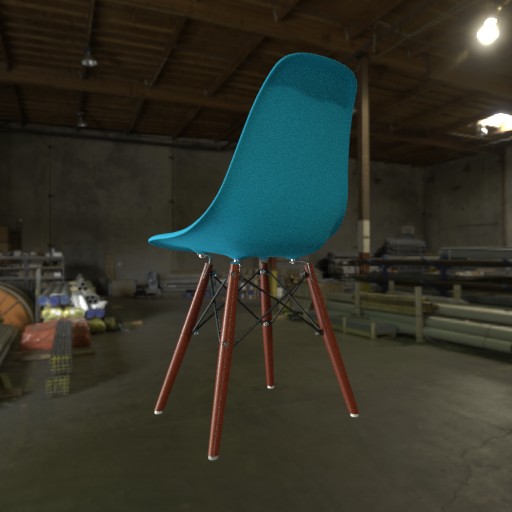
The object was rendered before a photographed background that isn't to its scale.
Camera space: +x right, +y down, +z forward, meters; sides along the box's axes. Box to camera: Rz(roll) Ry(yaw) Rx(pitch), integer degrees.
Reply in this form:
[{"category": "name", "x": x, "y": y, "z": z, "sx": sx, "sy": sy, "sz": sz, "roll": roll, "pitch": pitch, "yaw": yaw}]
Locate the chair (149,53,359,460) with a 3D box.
[{"category": "chair", "x": 0.000, "y": 0.000, "z": 1.142, "sx": 0.470, "sy": 0.826, "sz": 0.533, "roll": 0, "pitch": 0, "yaw": -37}]
